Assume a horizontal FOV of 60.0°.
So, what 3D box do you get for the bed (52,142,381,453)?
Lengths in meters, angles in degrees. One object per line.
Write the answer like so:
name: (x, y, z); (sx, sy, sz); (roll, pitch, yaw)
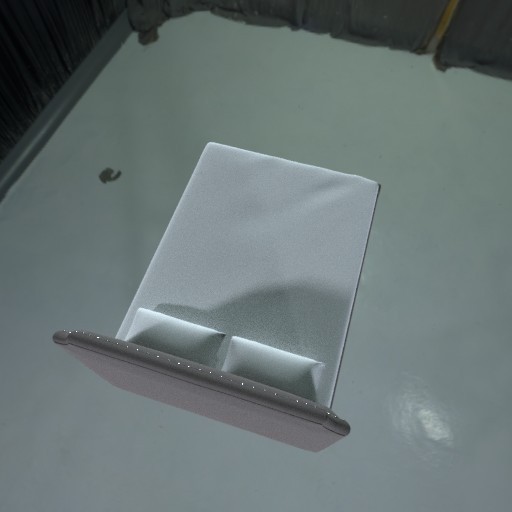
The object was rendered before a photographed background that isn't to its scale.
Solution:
bed: (0.000, 0.000, 3.417); (1.713, 1.443, 2.372); (15, 63, 8)
